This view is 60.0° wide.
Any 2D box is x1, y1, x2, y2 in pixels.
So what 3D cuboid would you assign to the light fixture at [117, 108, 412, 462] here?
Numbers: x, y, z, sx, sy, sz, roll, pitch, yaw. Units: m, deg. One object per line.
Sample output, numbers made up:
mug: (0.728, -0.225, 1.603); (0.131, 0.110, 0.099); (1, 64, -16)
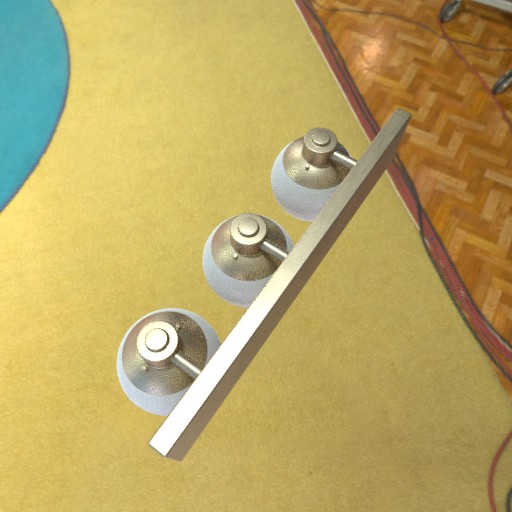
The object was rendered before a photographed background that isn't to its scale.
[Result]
light fixture: (0.000, 0.000, 0.847); (0.218, 0.263, 0.721); (32, 67, 15)
